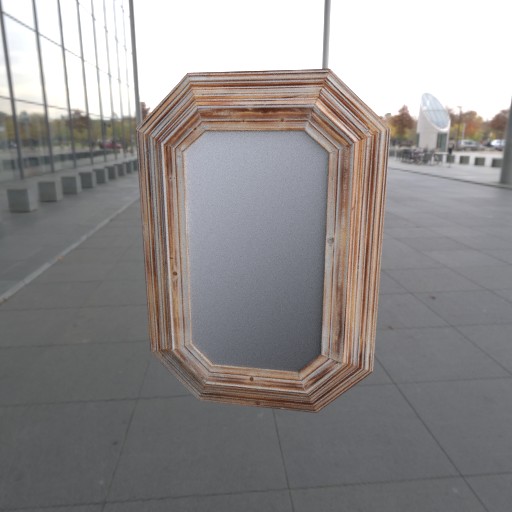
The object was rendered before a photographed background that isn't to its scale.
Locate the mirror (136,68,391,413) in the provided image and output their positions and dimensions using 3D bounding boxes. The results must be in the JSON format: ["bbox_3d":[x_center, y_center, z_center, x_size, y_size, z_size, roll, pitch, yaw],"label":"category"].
[{"bbox_3d":[0.000,0.000,1.297,0.709,1.015,0.061,3,15,10],"label":"mirror"}]
